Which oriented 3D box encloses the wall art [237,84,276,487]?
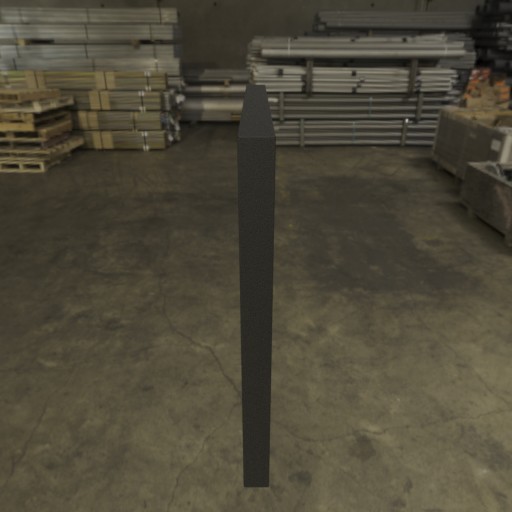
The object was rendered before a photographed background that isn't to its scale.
[{"bbox_3d":[0.000,0.000,0.765,0.037,0.508,0.508,0,26,0],"label":"wall art"}]
